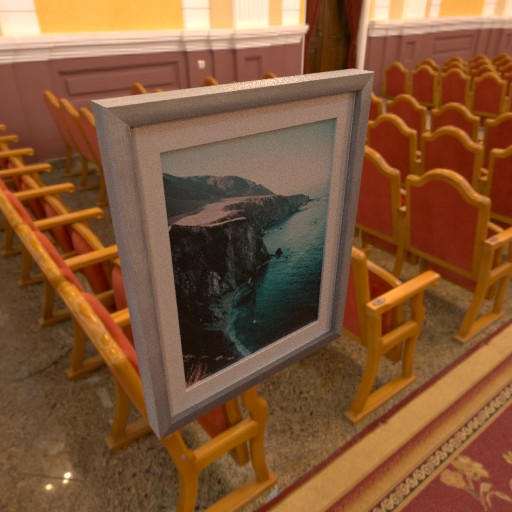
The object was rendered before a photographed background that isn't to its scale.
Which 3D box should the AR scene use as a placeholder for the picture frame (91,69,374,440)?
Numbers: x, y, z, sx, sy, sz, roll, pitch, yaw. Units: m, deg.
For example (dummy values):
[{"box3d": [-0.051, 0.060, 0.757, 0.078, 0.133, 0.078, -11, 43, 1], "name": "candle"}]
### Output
[{"box3d": [0.000, 0.000, 0.757, 0.449, 0.555, 0.046, -21, 36, -32], "name": "picture frame"}]
